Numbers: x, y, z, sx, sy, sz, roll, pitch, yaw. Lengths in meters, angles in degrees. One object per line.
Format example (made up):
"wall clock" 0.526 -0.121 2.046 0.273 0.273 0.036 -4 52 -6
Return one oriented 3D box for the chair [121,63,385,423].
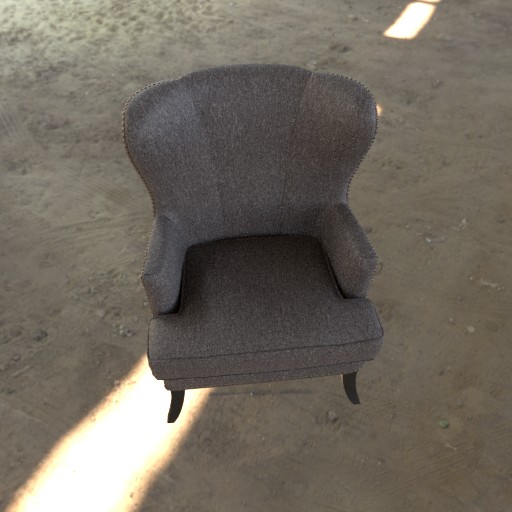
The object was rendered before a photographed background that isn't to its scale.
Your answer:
"chair" 0.000 0.000 1.569 0.759 1.060 0.758 -4 48 -4
